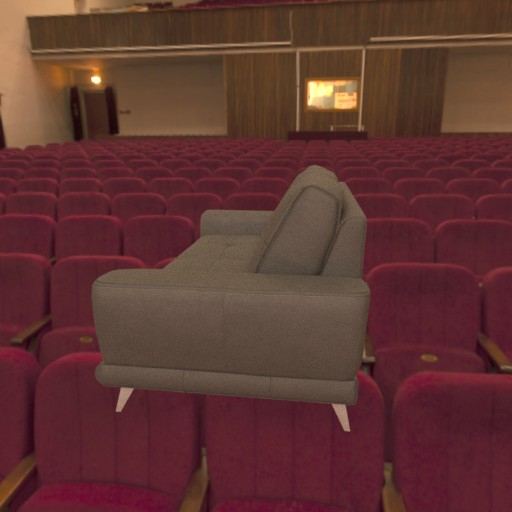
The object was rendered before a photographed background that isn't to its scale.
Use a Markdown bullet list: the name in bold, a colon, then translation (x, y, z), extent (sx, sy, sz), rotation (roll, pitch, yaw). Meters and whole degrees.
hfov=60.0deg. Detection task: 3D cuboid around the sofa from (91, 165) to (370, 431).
- **sofa**: translation (0.000, 0.000, 2.394), extent (1.018, 0.907, 1.806), rotation (2, 15, 8)
